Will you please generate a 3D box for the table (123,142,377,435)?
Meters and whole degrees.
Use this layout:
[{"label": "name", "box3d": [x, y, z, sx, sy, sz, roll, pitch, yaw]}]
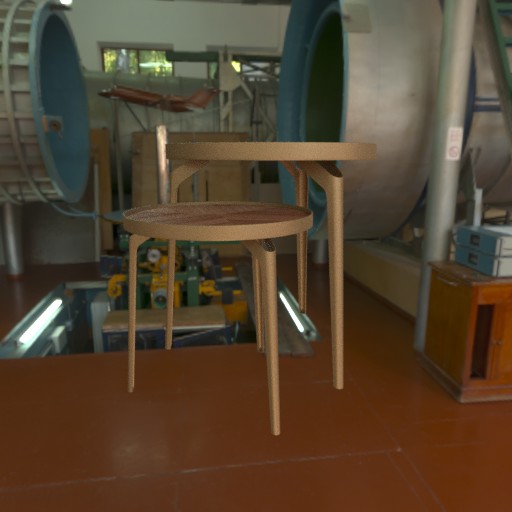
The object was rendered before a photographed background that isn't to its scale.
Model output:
[{"label": "table", "box3d": [0.000, 0.000, 1.132, 0.532, 0.555, 0.751, 6, 15, 25]}]
